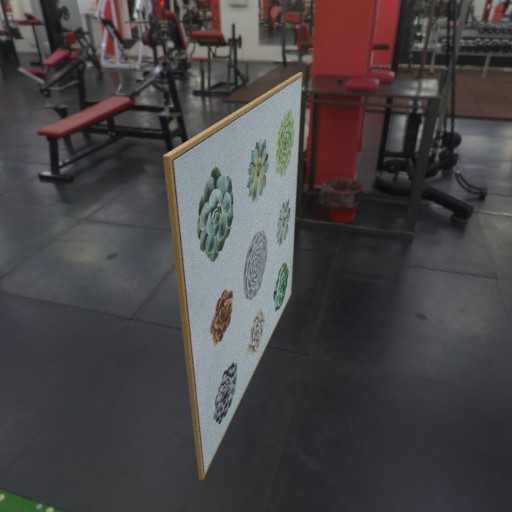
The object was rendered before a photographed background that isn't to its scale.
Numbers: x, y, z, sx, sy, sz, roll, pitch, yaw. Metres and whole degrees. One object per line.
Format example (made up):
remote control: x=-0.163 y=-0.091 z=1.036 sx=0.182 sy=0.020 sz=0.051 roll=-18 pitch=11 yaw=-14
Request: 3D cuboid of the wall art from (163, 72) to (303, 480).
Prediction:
wall art: x=0.000 y=0.000 z=1.418 sx=0.013 sy=0.959 sz=0.962 roll=10 pitch=33 yaw=16
